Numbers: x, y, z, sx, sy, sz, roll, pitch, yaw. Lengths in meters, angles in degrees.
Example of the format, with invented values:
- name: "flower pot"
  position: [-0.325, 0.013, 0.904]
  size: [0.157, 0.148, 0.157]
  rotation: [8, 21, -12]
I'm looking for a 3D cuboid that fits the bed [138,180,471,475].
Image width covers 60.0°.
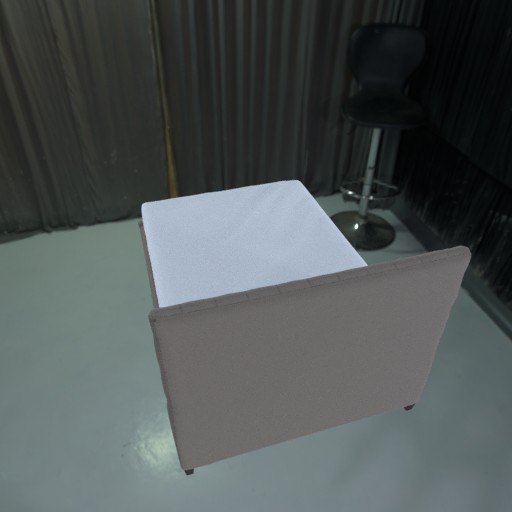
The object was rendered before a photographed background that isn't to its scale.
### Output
- name: "bed"
  position: [0.000, 0.000, 3.440]
  size: [1.698, 1.427, 2.387]
  rotation: [-11, 40, -13]
